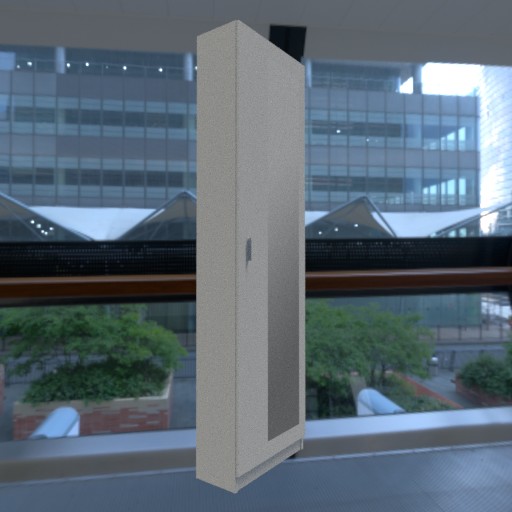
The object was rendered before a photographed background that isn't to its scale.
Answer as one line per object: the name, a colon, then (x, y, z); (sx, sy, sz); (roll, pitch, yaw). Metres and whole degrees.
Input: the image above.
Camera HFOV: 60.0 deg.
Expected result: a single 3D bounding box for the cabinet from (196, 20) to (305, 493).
cabinet: (0.000, 0.000, 1.930); (0.230, 1.790, 0.500); (-1, -1, 36)
